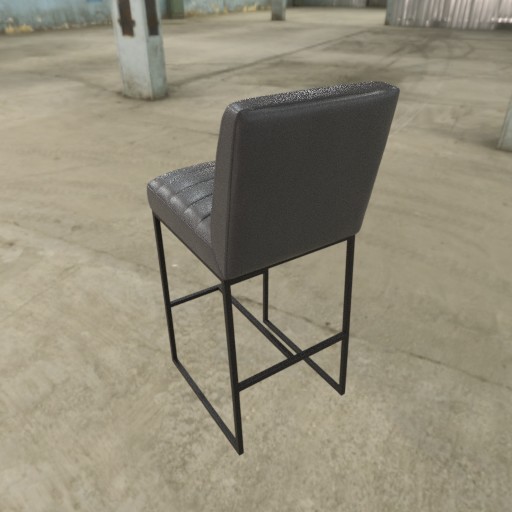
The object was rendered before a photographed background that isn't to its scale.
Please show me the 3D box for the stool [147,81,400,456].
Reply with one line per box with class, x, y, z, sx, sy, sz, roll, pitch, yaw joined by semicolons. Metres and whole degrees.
stool;0.000;0.000;1.357;0.457;1.040;0.552;-19;36;-29
